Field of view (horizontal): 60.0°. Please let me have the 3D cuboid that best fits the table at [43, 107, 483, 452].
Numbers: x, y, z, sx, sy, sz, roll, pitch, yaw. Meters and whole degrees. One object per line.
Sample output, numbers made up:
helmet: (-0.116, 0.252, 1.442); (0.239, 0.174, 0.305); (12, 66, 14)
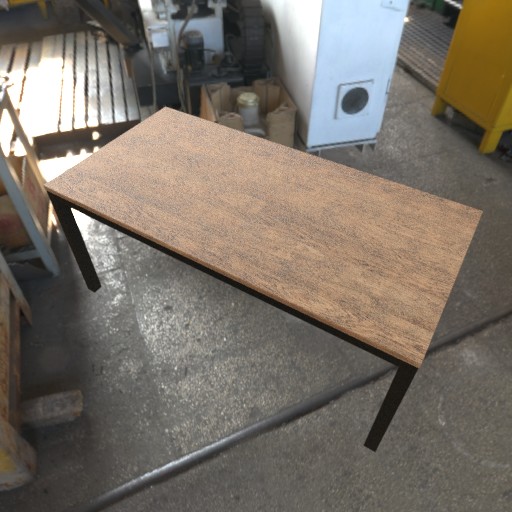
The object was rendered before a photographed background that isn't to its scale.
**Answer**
table: (0.000, 0.000, 2.298); (1.805, 0.767, 0.893); (24, 51, 21)
